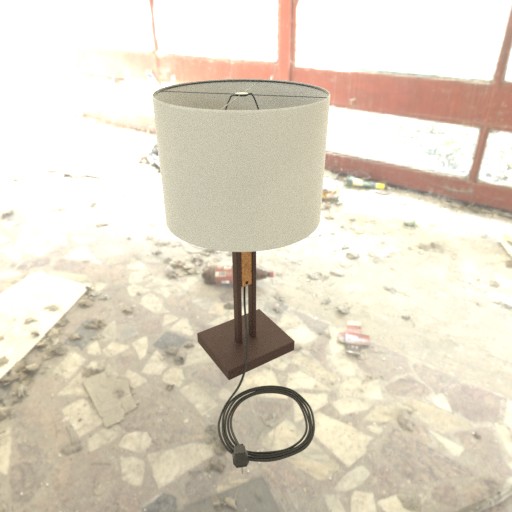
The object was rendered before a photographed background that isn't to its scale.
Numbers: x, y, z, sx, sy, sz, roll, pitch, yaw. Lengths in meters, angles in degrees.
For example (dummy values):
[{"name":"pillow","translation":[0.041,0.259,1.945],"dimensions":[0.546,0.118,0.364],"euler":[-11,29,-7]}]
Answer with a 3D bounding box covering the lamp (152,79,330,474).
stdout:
[{"name":"lamp","translation":[0.000,0.000,0.987],"dimensions":[0.396,0.668,0.525],"euler":[-18,34,-28]}]
